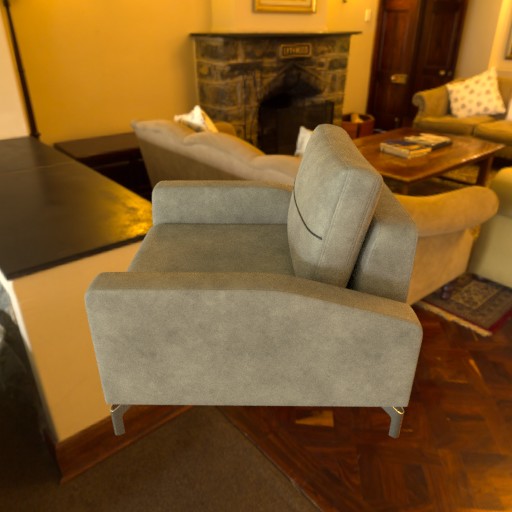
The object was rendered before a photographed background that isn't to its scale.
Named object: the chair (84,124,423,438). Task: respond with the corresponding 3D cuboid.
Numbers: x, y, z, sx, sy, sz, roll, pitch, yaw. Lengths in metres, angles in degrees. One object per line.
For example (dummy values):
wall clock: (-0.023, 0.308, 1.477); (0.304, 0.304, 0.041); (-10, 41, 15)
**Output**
chair: (0.000, 0.000, 1.557); (0.900, 0.800, 0.900); (0, 27, 1)
